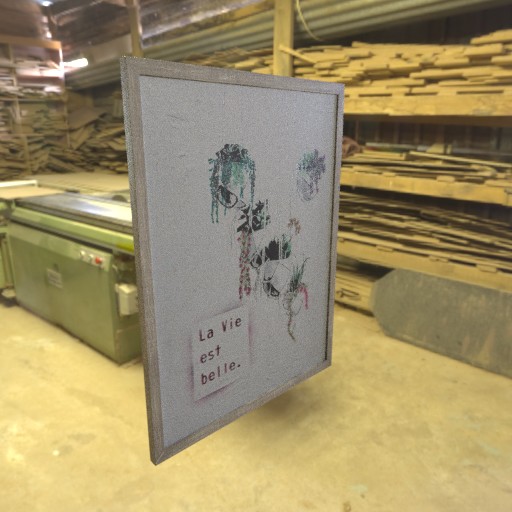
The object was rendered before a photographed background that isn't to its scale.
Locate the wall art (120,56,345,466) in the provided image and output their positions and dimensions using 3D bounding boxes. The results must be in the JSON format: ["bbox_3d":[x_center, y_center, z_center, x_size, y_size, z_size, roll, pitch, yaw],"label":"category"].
[{"bbox_3d":[0.000,0.000,1.332,0.781,1.022,0.035,-14,21,-42],"label":"wall art"}]
